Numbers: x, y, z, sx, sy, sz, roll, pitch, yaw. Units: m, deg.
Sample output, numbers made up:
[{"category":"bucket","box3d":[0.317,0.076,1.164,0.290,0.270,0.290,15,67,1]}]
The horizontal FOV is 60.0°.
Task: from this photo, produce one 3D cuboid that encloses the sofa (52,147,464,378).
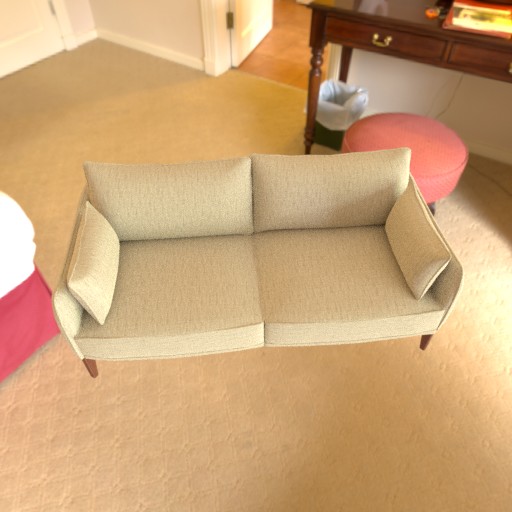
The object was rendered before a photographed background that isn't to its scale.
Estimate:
[{"category":"sofa","box3d":[0.000,0.000,2.473,1.989,0.860,0.991,-4,47,-4]}]
